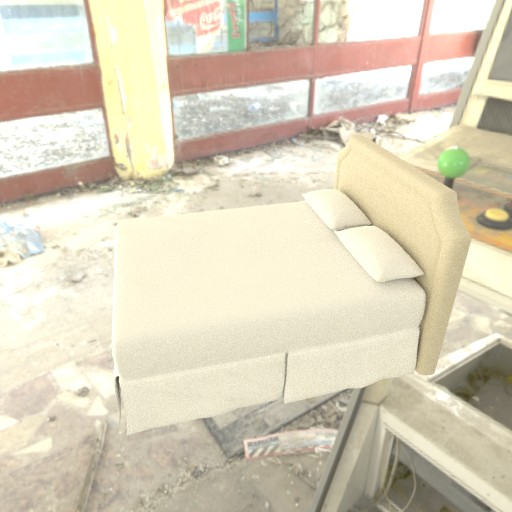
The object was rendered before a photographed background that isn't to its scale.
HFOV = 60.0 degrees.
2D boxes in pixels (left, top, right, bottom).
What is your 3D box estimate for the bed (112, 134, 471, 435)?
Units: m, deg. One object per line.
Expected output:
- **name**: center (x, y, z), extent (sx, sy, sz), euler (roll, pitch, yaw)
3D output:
- **bed**: center (0.000, 0.000, 3.195), extent (2.116, 1.290, 1.693), euler (-7, 32, -12)
